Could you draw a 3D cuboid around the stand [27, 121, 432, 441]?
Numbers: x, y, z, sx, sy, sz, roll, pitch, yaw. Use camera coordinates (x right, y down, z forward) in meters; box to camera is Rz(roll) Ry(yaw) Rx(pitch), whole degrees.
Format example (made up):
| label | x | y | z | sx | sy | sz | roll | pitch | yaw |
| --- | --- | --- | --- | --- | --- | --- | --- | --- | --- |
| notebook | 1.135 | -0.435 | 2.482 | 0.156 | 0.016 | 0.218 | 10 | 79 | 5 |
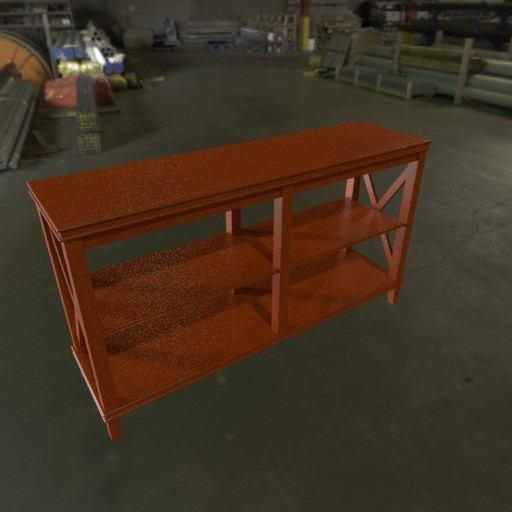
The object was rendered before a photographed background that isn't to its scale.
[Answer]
| label | x | y | z | sx | sy | sz | roll | pitch | yaw |
| --- | --- | --- | --- | --- | --- | --- | --- | --- | --- |
| stand | 0.000 | 0.000 | 1.687 | 1.372 | 0.762 | 0.381 | -19 | 35 | -29 |
